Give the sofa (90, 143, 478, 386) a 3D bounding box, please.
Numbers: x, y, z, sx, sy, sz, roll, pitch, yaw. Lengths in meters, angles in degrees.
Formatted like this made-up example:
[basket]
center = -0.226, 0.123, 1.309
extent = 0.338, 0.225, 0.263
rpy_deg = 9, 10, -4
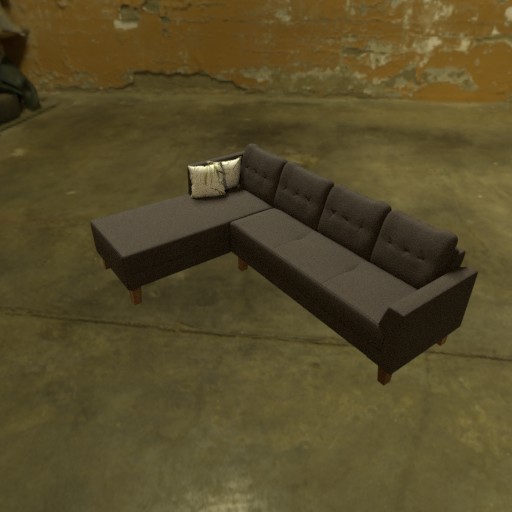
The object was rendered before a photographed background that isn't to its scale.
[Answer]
[sofa]
center = 0.000, 0.000, 3.599
extent = 1.829, 0.932, 2.679
rpy_deg = -22, 38, -30
